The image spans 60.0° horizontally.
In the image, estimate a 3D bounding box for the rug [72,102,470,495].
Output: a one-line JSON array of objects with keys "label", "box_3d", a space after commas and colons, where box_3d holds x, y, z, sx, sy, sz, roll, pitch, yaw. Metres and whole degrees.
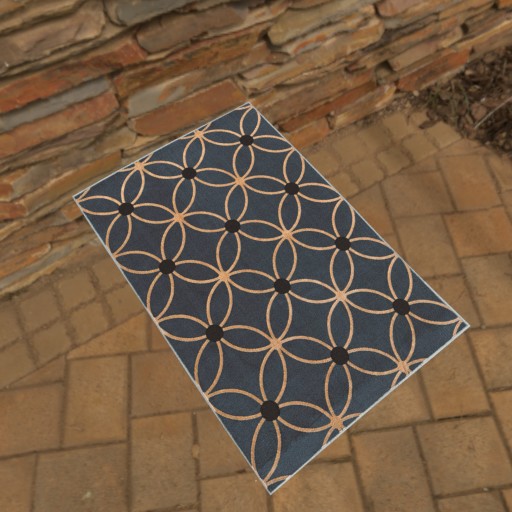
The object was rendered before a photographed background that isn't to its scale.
[{"label": "rug", "box_3d": [0.000, 0.000, 2.873, 1.522, 0.008, 2.284, -33, 68, -16]}]
